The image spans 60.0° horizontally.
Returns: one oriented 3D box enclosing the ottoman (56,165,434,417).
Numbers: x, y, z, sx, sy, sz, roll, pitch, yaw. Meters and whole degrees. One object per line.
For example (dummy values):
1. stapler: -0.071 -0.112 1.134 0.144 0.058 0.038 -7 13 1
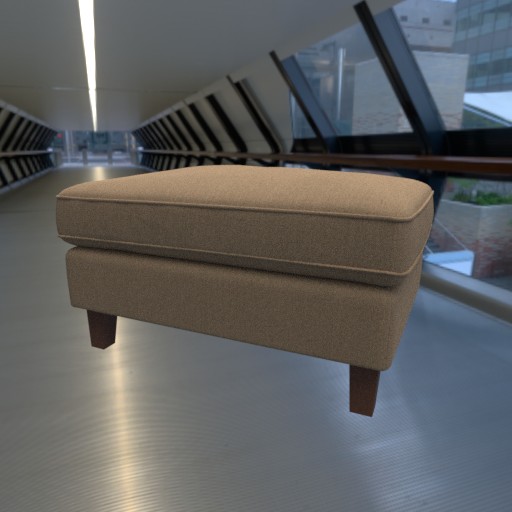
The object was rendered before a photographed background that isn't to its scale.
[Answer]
1. ottoman: 0.000 0.000 1.318 0.945 0.521 0.636 7 16 24
